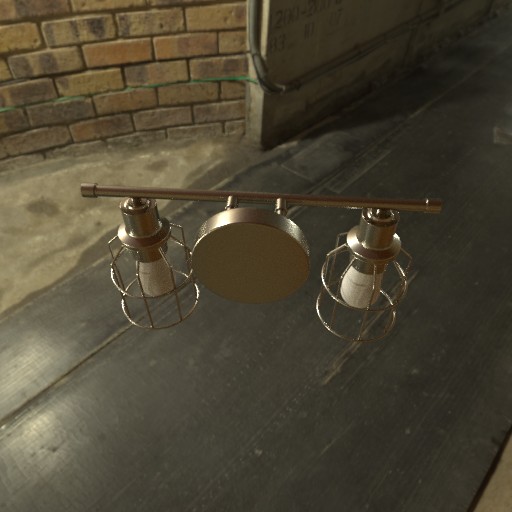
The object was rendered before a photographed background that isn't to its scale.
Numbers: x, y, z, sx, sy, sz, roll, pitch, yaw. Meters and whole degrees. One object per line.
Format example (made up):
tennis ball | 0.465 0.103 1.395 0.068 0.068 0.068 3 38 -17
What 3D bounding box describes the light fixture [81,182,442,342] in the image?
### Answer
light fixture | 0.000 0.000 0.537 0.406 0.254 0.165 3 46 3
